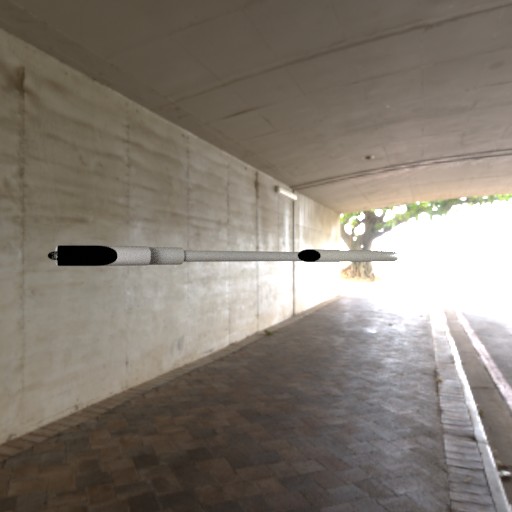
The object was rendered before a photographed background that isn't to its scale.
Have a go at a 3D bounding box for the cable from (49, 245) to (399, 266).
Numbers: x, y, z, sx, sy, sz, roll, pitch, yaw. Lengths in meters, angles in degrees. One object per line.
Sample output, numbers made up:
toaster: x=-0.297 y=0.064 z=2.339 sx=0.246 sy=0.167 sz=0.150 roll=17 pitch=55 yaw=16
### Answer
cable: x=0.000 y=0.000 z=0.111 sx=0.098 sy=0.005 sz=0.041 roll=0 pitch=0 yaw=-37
